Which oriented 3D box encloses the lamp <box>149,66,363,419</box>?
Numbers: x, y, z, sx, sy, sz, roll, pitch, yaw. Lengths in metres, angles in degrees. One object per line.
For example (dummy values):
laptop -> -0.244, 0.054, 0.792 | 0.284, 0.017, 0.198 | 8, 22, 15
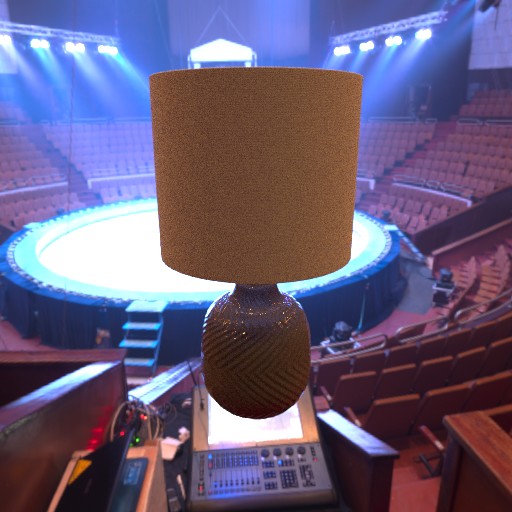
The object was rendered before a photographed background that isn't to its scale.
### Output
lamp -> 0.000, 0.000, 0.491 | 0.207, 0.366, 0.207 | -3, 17, -10
